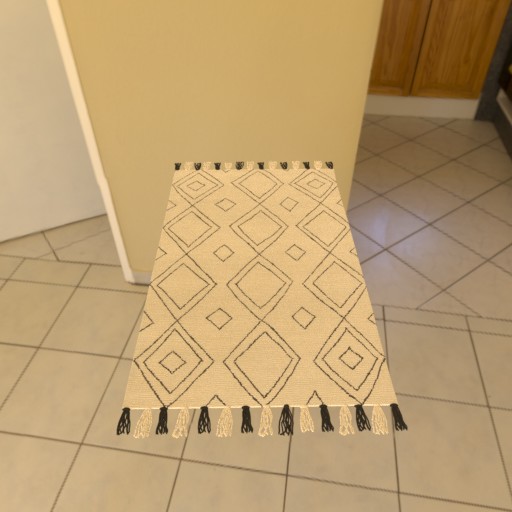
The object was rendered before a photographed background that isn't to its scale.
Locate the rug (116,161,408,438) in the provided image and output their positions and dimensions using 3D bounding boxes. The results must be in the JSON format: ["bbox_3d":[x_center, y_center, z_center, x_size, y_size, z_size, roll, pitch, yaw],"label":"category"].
[{"bbox_3d":[0.000,0.000,3.282,1.524,0.021,2.755,-1,42,-1],"label":"rug"}]
